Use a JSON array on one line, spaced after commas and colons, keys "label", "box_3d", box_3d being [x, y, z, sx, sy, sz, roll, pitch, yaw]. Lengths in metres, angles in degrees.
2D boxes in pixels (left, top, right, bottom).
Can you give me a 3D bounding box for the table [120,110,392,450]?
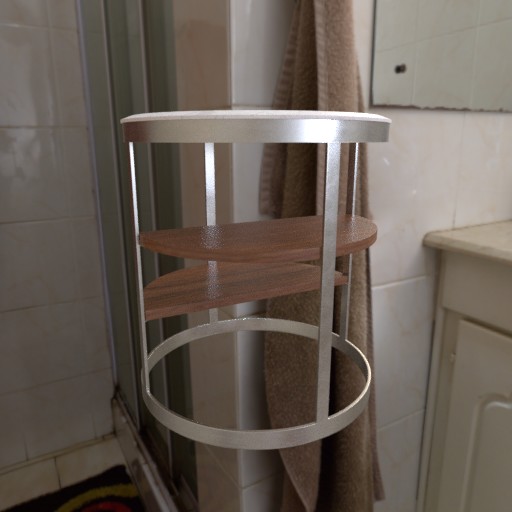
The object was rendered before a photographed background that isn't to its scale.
[{"label": "table", "box_3d": [0.000, 0.000, 0.749, 0.407, 0.447, 0.407, 0, 15, 0]}]
